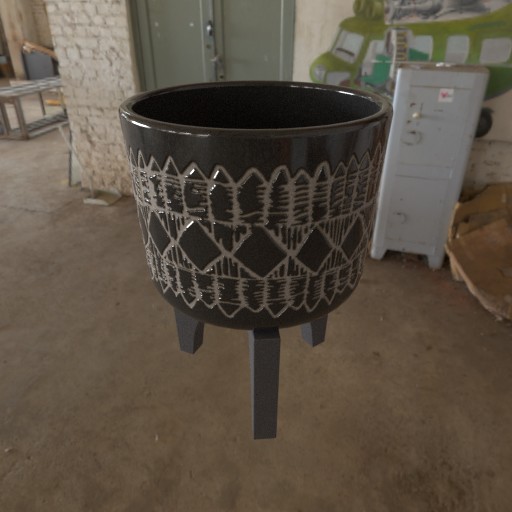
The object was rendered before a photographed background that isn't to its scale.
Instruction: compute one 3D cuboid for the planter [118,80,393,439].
[{"bbox_3d":[0.000,0.000,0.390,0.196,0.264,0.196,-19,35,-30],"label":"planter"}]
